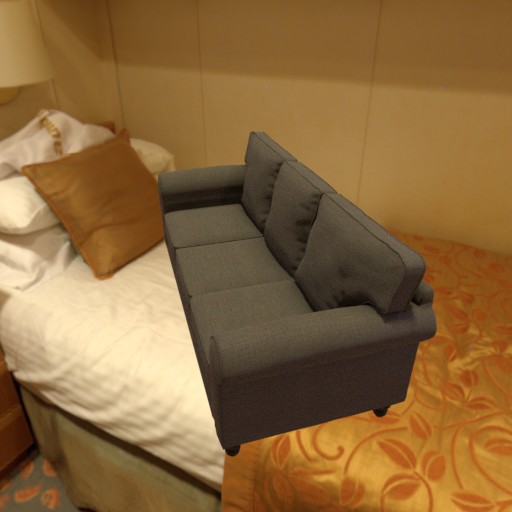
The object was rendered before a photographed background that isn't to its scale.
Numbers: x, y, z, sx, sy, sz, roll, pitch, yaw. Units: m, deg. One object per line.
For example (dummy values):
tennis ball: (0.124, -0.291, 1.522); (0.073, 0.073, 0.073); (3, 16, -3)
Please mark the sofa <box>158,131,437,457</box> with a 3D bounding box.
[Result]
sofa: (0.000, 0.000, 2.593); (0.909, 0.966, 2.084); (-9, 31, -15)
